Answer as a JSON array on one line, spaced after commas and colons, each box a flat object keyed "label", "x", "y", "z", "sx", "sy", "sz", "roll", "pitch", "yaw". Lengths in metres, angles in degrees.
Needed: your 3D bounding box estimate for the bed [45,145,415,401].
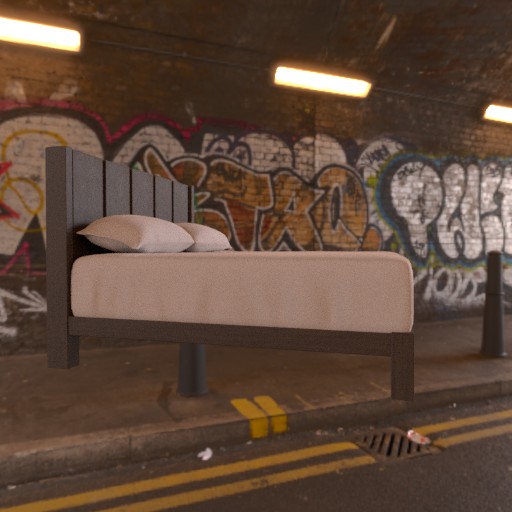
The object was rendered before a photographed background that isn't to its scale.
[{"label": "bed", "x": 0.000, "y": 0.000, "z": 3.086, "sx": 1.992, "sy": 1.261, "sz": 1.735, "roll": 0, "pitch": 1, "yaw": 16}]
